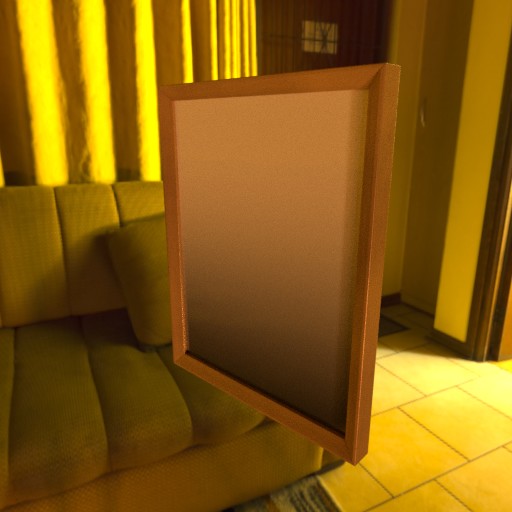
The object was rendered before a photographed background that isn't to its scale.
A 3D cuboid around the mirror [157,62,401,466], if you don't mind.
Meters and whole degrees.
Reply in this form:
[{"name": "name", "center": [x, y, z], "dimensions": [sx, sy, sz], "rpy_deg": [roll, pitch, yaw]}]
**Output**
[{"name": "mirror", "center": [0.000, 0.000, 0.679], "dimensions": [0.406, 0.509, 0.041], "rpy_deg": [15, 22, 41]}]
